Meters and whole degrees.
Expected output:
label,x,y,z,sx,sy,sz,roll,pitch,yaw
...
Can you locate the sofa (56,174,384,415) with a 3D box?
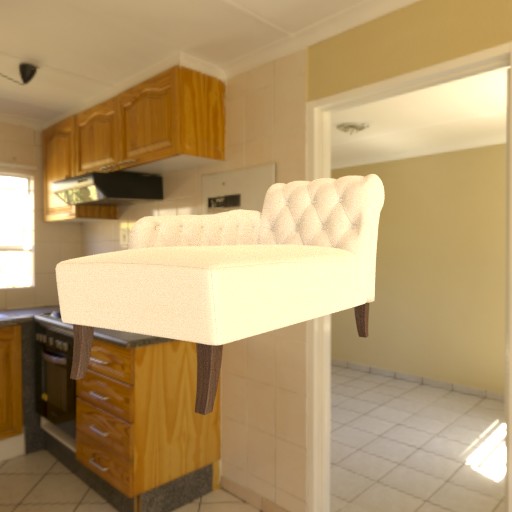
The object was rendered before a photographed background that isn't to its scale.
label,x,y,z,sx,sy,sz,roll,pitch,yaw
sofa,0.000,0.000,1.827,0.675,0.787,1.379,1,1,34
